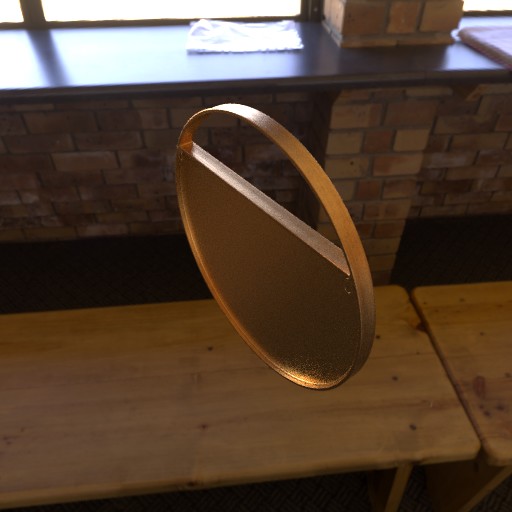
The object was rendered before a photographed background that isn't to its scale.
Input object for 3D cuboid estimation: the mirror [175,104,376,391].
[{"bbox_3d":[0.000,0.000,0.859,0.032,0.565,0.565,-27,48,-27],"label":"mirror"}]
